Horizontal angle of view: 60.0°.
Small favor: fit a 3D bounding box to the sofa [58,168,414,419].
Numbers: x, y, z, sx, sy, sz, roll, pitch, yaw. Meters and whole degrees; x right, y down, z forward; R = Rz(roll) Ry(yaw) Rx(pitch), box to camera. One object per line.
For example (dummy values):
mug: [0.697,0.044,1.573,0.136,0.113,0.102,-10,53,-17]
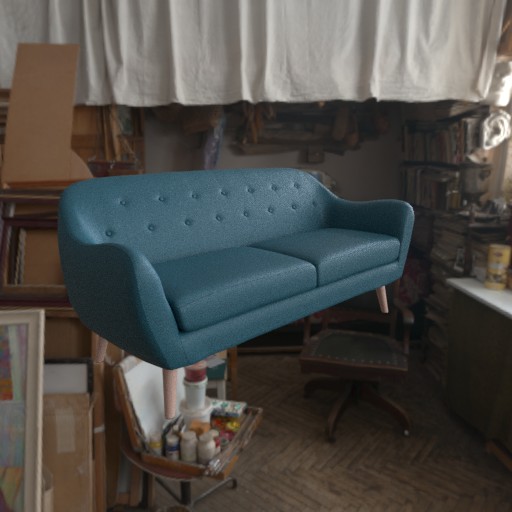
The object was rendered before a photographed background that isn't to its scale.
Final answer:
sofa: [0.000,0.000,2.271,1.840,0.836,0.820,-13,19,-42]
